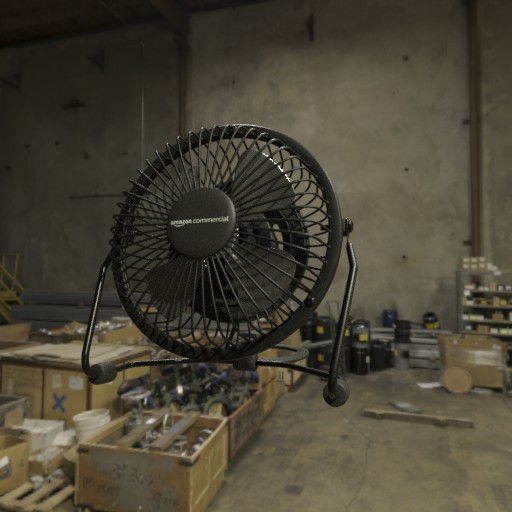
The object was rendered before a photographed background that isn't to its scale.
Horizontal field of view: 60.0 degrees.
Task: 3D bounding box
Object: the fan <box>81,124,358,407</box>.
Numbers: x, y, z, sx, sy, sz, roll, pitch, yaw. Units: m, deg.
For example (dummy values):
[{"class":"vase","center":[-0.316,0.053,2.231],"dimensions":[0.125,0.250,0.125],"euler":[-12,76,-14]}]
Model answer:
[{"class":"fan","center":[0.000,0.000,0.313],"dimensions":[0.153,0.152,0.202],"euler":[-1,-2,18]}]
